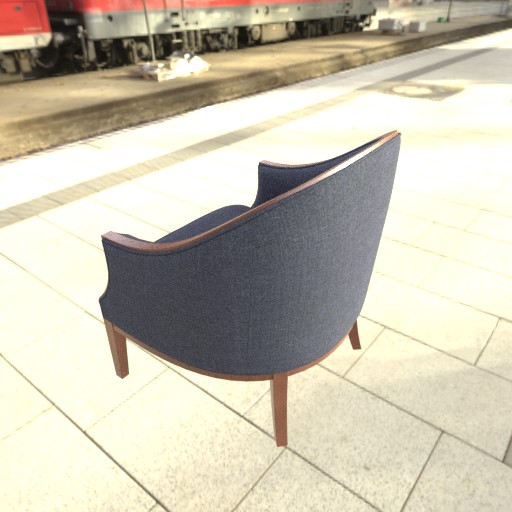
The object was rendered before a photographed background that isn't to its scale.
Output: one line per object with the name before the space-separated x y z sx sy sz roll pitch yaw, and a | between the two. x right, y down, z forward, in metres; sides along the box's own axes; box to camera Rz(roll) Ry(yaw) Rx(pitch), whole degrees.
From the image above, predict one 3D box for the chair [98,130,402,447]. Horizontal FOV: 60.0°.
chair | 0.000 0.000 1.450 0.735 0.876 0.803 21 37 31
